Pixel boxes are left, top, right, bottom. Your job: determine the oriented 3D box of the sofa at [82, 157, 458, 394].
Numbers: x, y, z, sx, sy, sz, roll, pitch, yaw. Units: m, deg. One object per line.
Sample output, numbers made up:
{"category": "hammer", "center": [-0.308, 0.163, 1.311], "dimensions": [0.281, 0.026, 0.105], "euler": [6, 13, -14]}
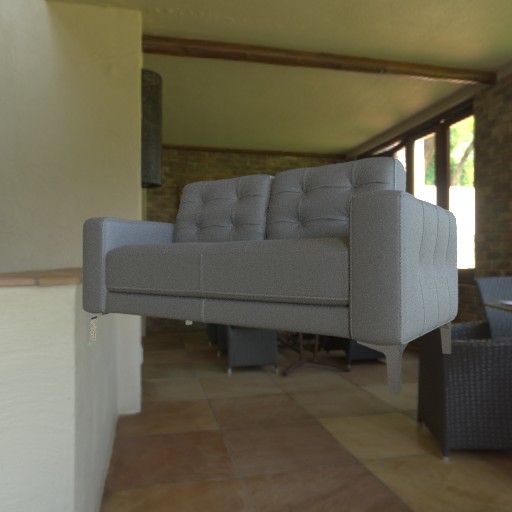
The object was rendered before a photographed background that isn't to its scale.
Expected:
{"category": "sofa", "center": [0.000, 0.000, 2.193], "dimensions": [1.726, 0.893, 0.833], "euler": [-1, -1, 35]}
